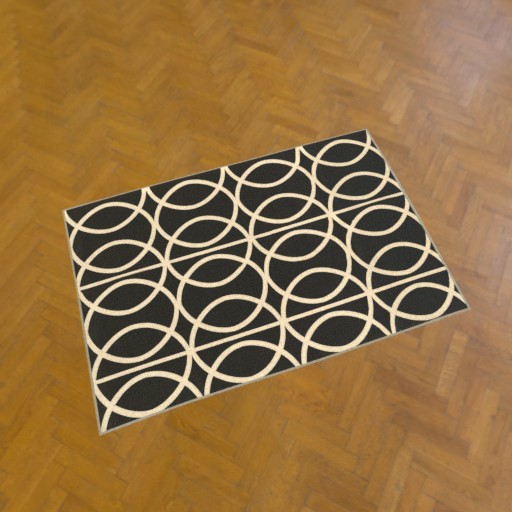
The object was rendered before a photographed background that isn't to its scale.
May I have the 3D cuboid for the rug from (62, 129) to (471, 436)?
[{"bbox_3d":[0.000,0.000,2.876,2.294,0.014,1.528,-17,65,-8],"label":"rug"}]
